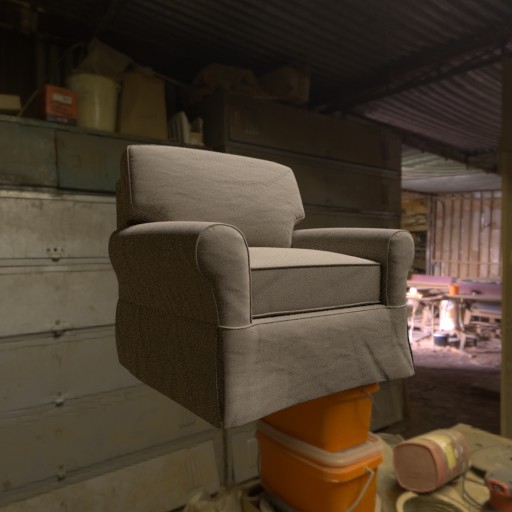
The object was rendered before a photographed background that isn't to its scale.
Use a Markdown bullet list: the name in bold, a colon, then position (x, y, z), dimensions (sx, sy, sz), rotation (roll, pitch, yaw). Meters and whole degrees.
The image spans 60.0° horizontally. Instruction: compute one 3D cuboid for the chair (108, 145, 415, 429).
- **chair**: position (0.000, 0.000, 1.980), dimensions (1.135, 1.017, 0.988), rotation (-1, 1, -36)
